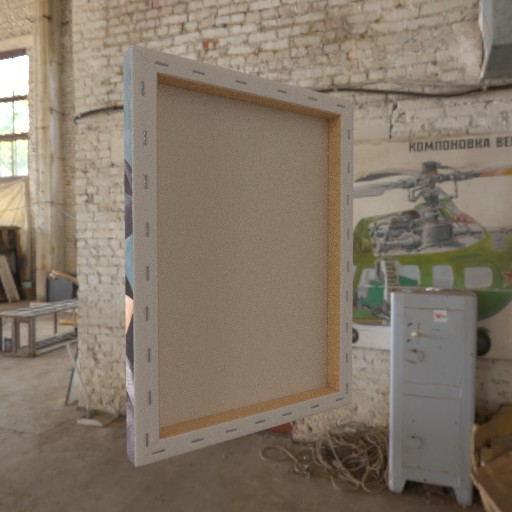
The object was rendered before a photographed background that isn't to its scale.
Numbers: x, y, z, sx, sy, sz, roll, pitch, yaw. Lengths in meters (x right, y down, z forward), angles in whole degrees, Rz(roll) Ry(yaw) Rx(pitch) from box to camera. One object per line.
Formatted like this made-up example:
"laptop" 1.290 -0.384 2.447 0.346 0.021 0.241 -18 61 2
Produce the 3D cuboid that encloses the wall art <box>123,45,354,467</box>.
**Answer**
"wall art" 0.000 0.000 0.782 0.455 0.613 0.037 -1 2 -35
